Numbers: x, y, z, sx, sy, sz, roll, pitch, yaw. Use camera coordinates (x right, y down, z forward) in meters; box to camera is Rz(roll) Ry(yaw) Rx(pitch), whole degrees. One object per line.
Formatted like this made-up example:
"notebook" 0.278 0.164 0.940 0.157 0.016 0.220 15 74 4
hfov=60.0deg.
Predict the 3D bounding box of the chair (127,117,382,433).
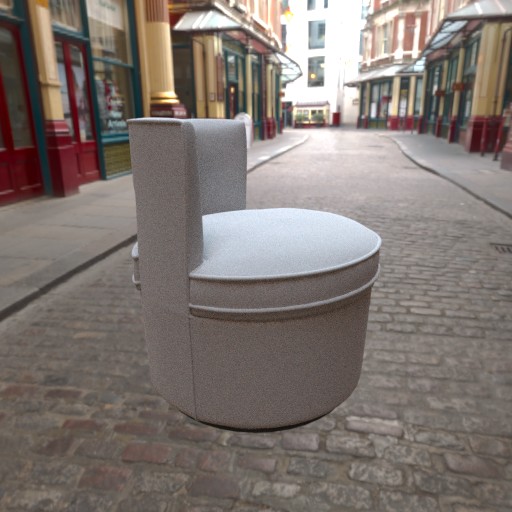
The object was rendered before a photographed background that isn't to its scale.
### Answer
"chair" 0.000 0.000 1.218 0.665 0.723 0.650 3 17 9
